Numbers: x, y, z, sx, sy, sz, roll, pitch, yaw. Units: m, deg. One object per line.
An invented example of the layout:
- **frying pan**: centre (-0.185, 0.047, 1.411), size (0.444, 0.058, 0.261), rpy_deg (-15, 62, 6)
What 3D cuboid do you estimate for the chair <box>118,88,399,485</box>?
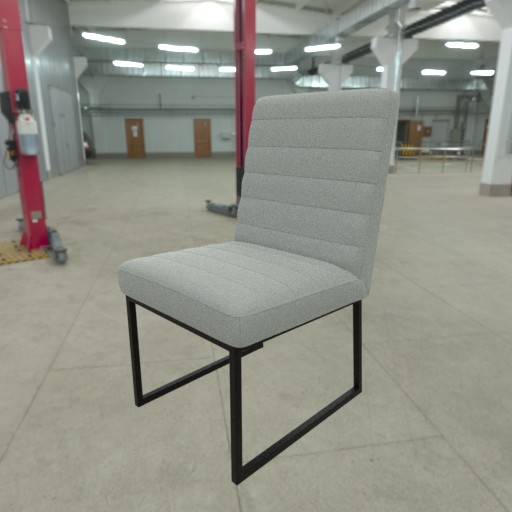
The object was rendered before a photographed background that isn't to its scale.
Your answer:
- **chair**: centre (0.000, 0.000, 1.293), size (0.520, 0.930, 0.634), rpy_deg (15, 22, 43)
